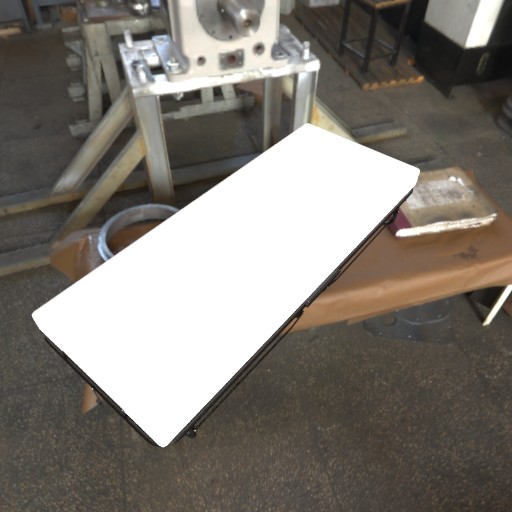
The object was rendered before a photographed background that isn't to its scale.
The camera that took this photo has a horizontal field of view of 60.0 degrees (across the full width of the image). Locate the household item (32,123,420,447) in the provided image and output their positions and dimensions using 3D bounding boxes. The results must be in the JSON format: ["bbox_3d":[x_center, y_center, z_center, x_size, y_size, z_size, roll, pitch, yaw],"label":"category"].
[{"bbox_3d":[0.000,0.000,2.171,0.787,0.356,1.905,31,54,26],"label":"household item"}]
